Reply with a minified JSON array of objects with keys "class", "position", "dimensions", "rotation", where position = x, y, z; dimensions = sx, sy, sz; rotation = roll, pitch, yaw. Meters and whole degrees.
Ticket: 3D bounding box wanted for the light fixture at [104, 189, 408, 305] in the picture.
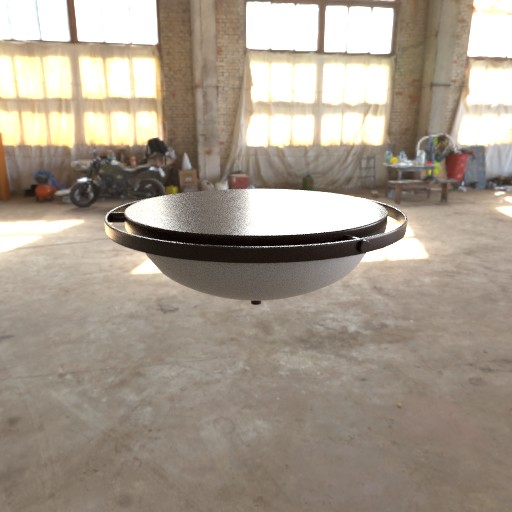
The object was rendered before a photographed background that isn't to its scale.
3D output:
[{"class":"light fixture","position":[0.000,0.000,0.571],"dimensions":[0.361,0.130,0.361],"rotation":[0,16,0]}]
